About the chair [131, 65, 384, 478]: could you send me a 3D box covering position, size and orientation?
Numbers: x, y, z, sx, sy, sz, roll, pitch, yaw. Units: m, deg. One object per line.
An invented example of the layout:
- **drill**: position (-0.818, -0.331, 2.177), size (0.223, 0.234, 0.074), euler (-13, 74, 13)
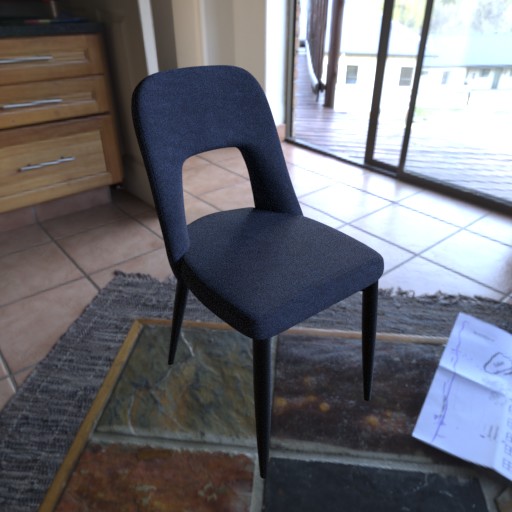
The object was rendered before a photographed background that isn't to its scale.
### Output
- **chair**: position (0.000, 0.000, 1.244), size (0.470, 0.931, 0.612), euler (-22, 37, -32)
